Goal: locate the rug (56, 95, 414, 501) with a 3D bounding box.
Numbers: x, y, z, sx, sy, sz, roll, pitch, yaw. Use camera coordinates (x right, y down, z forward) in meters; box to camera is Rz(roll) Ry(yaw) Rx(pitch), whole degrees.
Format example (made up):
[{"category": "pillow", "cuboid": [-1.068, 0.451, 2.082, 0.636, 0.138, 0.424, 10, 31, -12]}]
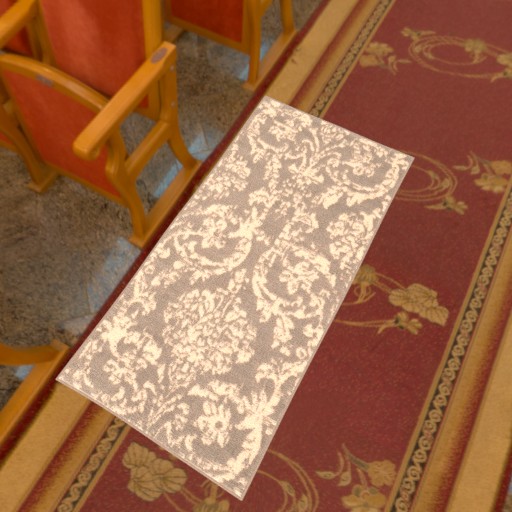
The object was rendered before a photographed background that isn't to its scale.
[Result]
[{"category": "rug", "cuboid": [0.000, 0.000, 1.400, 0.604, 0.007, 1.219, 27, 67, 12]}]
